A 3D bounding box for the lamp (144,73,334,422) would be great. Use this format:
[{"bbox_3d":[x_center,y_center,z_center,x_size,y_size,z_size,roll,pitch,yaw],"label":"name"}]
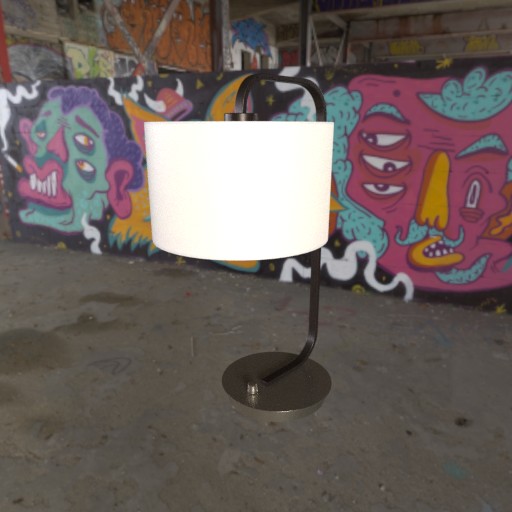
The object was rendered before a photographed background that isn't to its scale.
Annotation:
[{"bbox_3d":[0.000,0.000,0.618,0.230,0.473,0.288,15,22,42],"label":"lamp"}]
